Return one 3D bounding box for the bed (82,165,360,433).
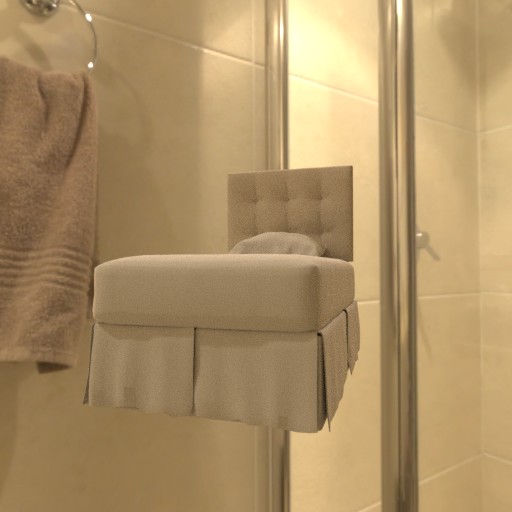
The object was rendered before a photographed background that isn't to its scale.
[{"bbox_3d":[0.000,0.000,3.002,1.261,1.571,1.997,0,-1,17],"label":"bed"}]
